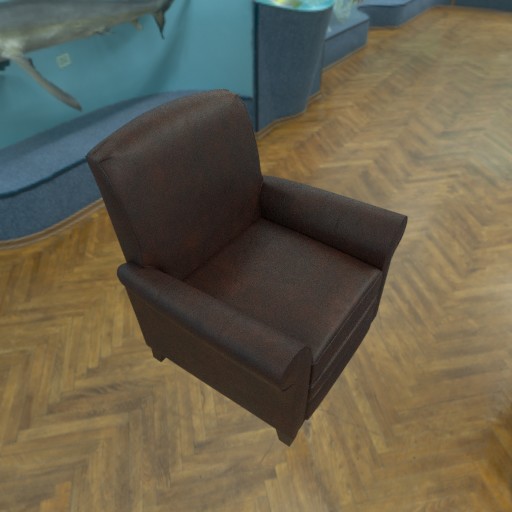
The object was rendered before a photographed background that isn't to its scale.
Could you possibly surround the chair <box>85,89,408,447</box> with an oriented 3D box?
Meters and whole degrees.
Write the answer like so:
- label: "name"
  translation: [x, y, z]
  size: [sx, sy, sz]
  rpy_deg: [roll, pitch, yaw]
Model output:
- label: "chair"
  translation: [0.000, 0.000, 1.790]
  size: [0.902, 1.061, 0.978]
  rpy_deg: [25, 46, 26]
